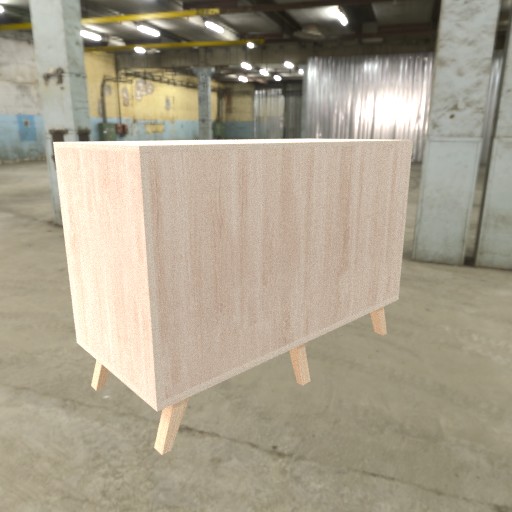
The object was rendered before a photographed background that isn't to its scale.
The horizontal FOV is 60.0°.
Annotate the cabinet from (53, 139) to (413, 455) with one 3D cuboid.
[{"bbox_3d":[0.000,0.000,1.551,1.110,0.780,0.500,-14,21,-41],"label":"cabinet"}]
